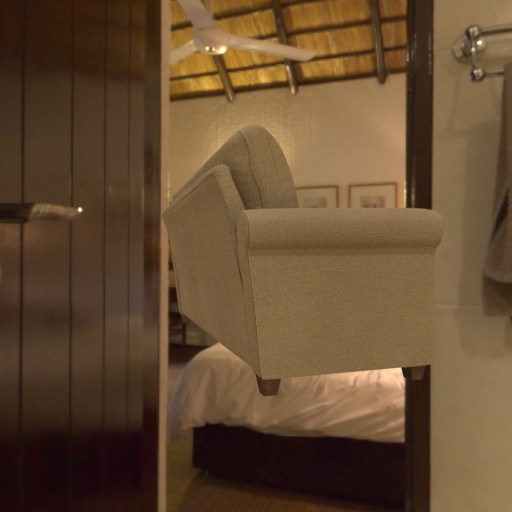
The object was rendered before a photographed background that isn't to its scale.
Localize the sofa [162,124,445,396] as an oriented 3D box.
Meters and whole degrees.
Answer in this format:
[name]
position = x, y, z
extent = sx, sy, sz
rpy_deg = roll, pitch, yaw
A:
[sofa]
position = 0.000, 0.000, 2.413
extent = 0.842, 0.942, 1.935
rpy_deg = 0, 0, -18
